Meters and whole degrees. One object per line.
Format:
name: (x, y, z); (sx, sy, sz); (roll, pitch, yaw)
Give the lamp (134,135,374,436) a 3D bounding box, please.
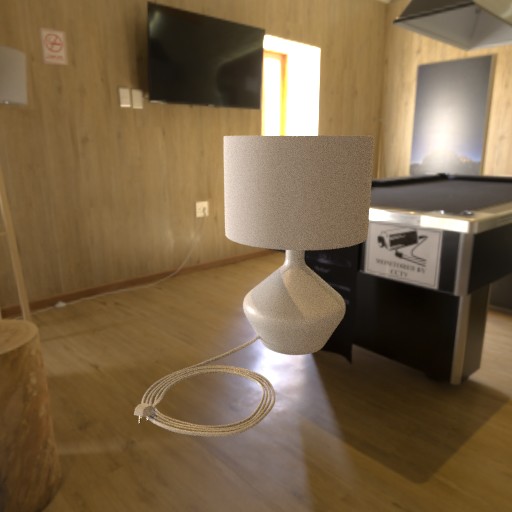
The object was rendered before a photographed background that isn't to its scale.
lamp: (0.000, 0.000, 0.873); (0.546, 0.457, 0.401); (-7, 16, -26)
